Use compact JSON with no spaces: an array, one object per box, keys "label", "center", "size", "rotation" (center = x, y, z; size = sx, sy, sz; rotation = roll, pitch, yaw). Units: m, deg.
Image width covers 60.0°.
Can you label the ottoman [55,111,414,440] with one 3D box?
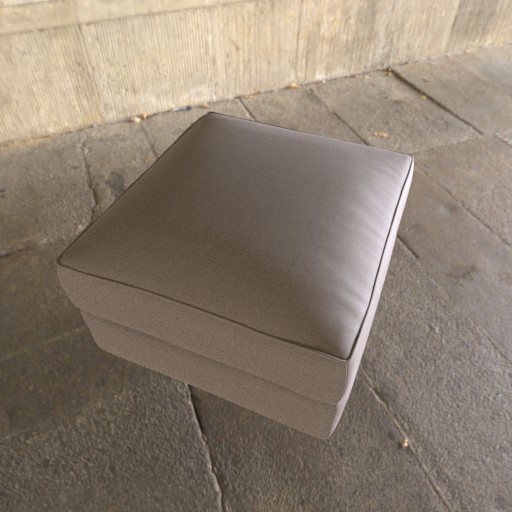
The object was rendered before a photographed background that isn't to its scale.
[{"label":"ottoman","center":[0.000,0.000,1.172],"size":[0.662,0.505,0.721],"rotation":[17,48,16]}]
